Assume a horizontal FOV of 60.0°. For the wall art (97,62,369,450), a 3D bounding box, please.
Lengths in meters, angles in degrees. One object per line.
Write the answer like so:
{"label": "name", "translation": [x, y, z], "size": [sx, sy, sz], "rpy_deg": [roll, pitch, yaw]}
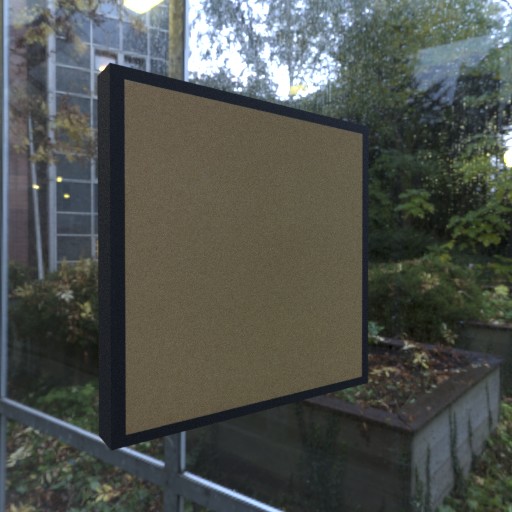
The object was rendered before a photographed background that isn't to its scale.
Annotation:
{"label": "wall art", "translation": [0.000, 0.000, 0.450], "size": [0.305, 0.304, 0.033], "rpy_deg": [-1, 1, -36]}
